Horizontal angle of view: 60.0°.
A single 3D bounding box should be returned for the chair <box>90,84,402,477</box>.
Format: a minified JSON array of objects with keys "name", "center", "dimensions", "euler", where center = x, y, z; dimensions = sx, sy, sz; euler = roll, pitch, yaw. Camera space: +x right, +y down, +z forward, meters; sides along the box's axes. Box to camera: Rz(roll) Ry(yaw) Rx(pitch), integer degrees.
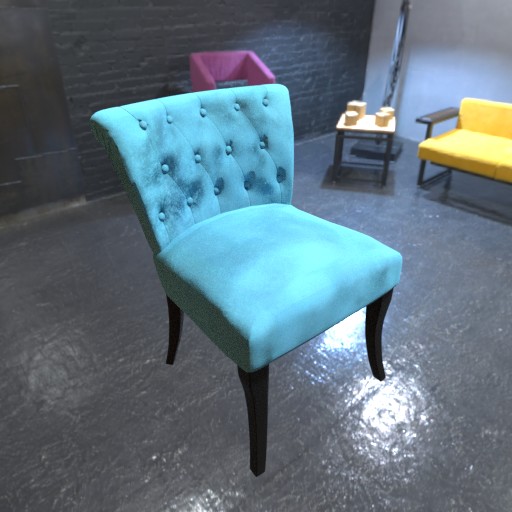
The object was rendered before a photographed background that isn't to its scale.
[{"name":"chair","center":[0.000,0.000,1.175],"dimensions":[0.582,0.750,0.605],"euler":[-23,38,-33]}]
